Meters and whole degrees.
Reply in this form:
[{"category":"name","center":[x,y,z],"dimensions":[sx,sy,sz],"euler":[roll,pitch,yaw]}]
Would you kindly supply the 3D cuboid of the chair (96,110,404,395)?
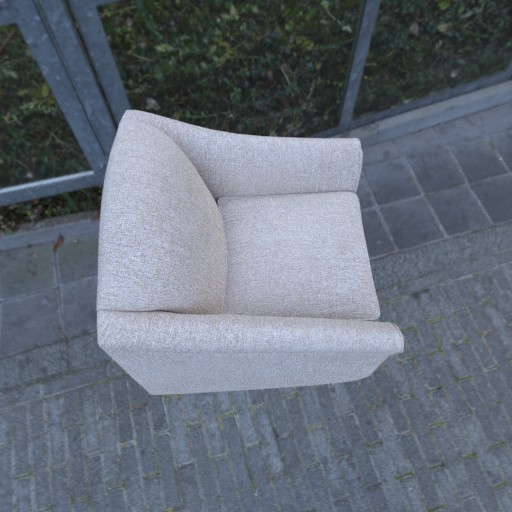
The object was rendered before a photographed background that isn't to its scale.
[{"category":"chair","center":[0.000,0.000,1.464],"dimensions":[0.787,0.839,0.763],"euler":[-3,62,-1]}]
